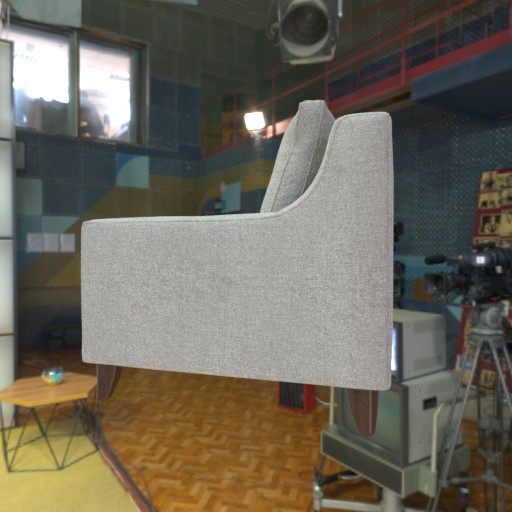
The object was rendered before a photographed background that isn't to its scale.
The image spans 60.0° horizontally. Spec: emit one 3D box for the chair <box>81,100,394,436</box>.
[{"bbox_3d":[0.000,0.000,1.556,0.918,0.864,0.838,0,1,18],"label":"chair"}]
